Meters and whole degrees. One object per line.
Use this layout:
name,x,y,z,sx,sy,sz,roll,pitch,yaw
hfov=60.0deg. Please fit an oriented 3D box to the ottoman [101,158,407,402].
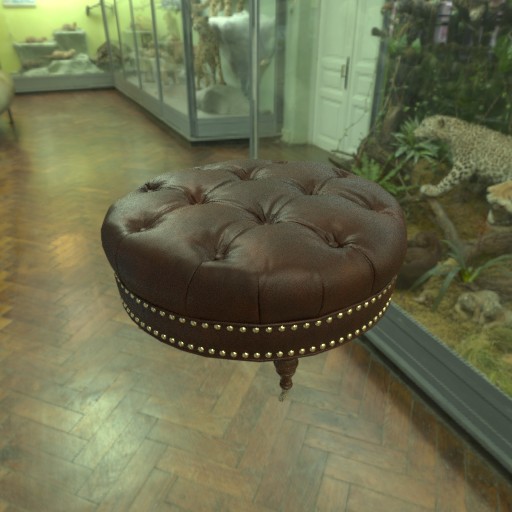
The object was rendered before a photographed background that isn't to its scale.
ottoman,0.000,0.000,1.394,0.901,0.455,0.901,0,29,0
